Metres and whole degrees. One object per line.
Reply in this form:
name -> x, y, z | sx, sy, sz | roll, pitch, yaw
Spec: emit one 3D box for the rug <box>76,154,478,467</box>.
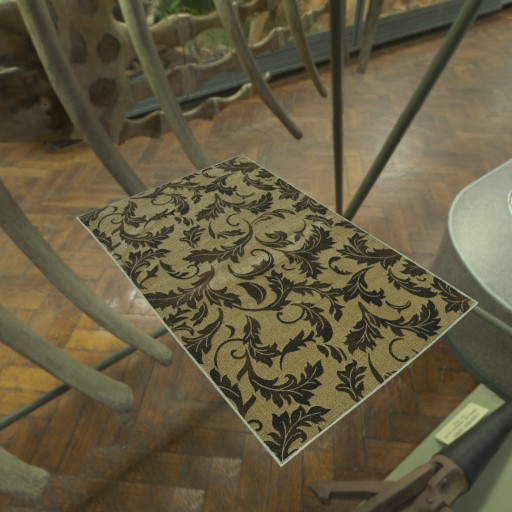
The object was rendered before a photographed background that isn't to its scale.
rug -> 0.000, 0.000, 2.889 | 1.522, 0.008, 2.284 | -28, 48, -28
